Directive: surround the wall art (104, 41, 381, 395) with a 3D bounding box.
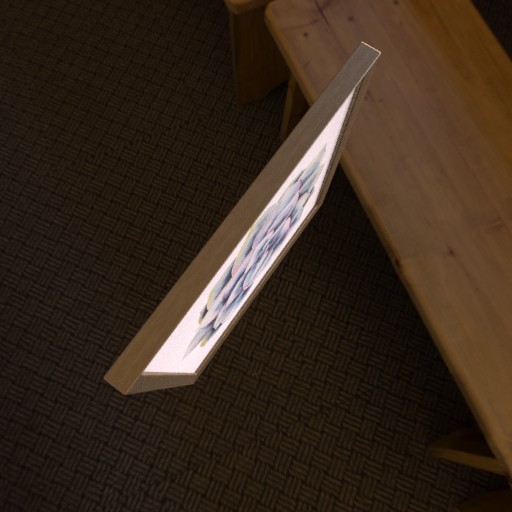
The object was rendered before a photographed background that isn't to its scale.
[{"bbox_3d":[0.000,0.000,0.750,0.030,0.506,0.503,34,78,9],"label":"wall art"}]
